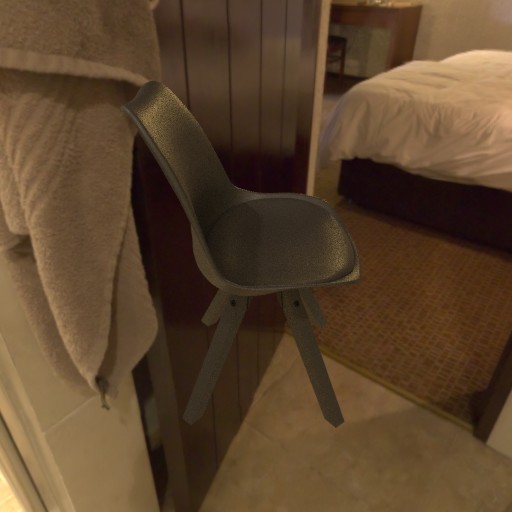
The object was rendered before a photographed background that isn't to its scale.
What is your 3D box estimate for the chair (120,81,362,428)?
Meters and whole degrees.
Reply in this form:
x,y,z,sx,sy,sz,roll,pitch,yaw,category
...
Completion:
x,y,z,sx,sy,sz,roll,pitch,yaw,category
0.000,0.000,1.200,0.550,0.850,0.485,1,33,1,chair
